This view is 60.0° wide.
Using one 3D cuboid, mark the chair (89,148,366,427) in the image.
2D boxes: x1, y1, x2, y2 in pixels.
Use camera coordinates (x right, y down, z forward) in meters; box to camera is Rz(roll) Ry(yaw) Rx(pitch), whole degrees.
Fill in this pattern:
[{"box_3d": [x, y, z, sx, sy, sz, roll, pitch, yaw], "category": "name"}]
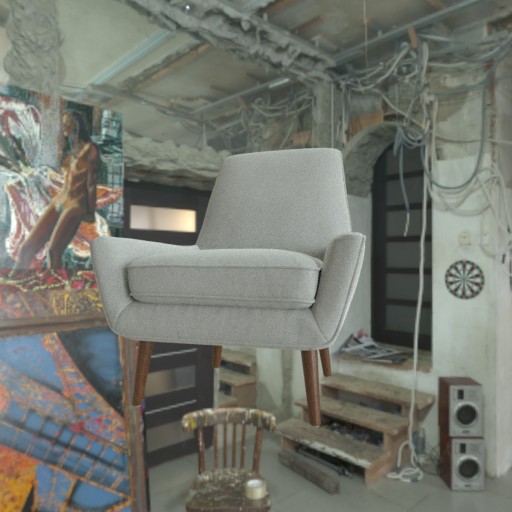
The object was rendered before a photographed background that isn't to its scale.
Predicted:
[{"box_3d": [0.000, 0.000, 1.536, 0.787, 0.888, 0.822, 0, -1, 17], "category": "chair"}]
